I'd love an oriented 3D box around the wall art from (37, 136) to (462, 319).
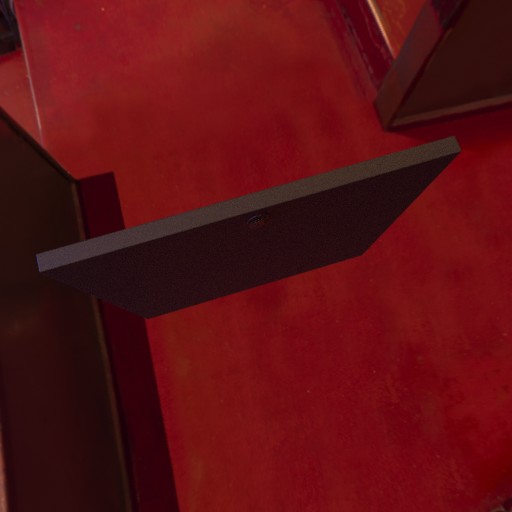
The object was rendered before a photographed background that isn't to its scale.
[{"bbox_3d":[0.000,0.000,1.203,0.805,0.807,0.043,-16,77,-4],"label":"wall art"}]
